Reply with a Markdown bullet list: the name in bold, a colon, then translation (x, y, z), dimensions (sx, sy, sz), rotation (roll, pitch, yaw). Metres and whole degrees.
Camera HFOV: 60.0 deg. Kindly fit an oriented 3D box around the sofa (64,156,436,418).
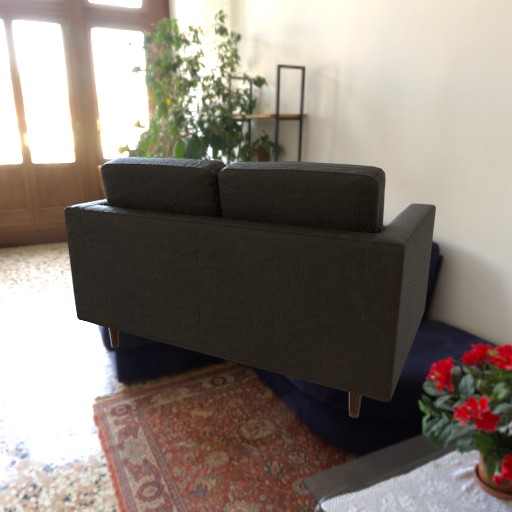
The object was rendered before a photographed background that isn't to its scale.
- **sofa**: translation (0.000, 0.000, 2.042), dimensions (1.430, 0.899, 0.879), rotation (8, 18, 26)
